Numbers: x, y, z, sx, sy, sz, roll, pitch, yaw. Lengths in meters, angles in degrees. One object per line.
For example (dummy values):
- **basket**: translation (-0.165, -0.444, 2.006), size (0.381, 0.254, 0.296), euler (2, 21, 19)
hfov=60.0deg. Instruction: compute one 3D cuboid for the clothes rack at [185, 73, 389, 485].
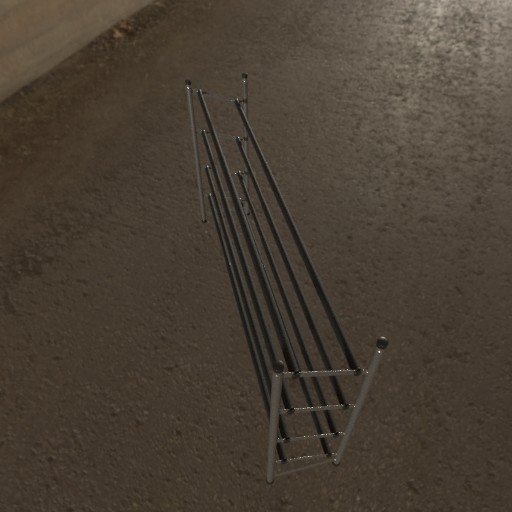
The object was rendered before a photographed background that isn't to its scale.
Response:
- **clothes rack**: translation (0.000, 0.000, 1.439), size (0.229, 0.672, 1.168), euler (-10, 48, -10)
